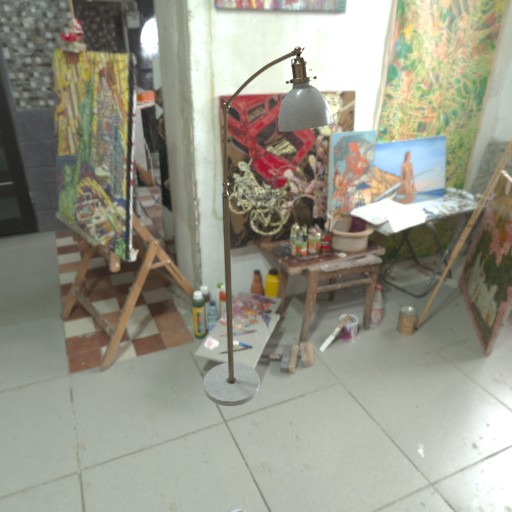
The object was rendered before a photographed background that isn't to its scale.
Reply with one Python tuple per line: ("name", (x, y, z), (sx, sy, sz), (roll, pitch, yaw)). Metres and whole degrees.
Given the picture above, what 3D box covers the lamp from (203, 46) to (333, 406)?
("lamp", (0.000, 0.000, 1.850), (0.599, 1.586, 0.288), (18, 32, 32))
